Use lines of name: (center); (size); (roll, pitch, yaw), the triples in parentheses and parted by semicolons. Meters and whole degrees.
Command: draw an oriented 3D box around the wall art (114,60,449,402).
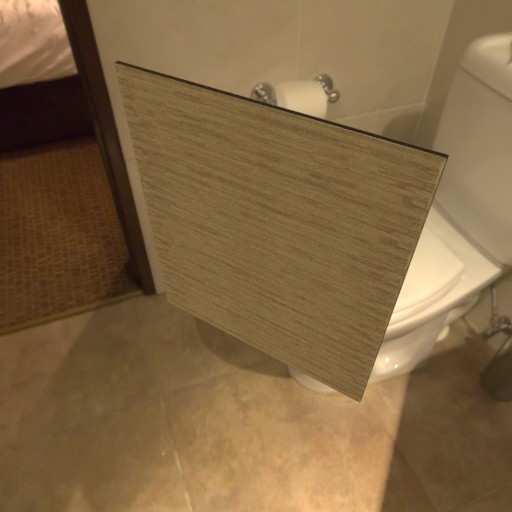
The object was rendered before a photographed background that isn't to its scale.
wall art: (0.000, 0.000, 0.761); (0.483, 0.559, 0.009); (24, 50, 21)
